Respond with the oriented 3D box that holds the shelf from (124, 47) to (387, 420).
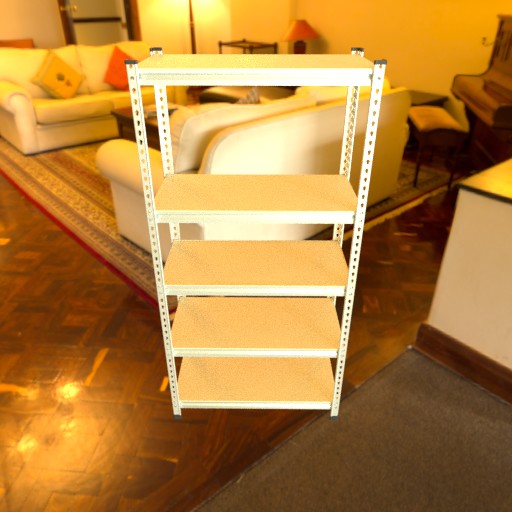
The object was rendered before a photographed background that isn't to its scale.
[{"bbox_3d":[0.000,0.000,2.186,0.914,1.829,0.457,0,30,0],"label":"shelf"}]
